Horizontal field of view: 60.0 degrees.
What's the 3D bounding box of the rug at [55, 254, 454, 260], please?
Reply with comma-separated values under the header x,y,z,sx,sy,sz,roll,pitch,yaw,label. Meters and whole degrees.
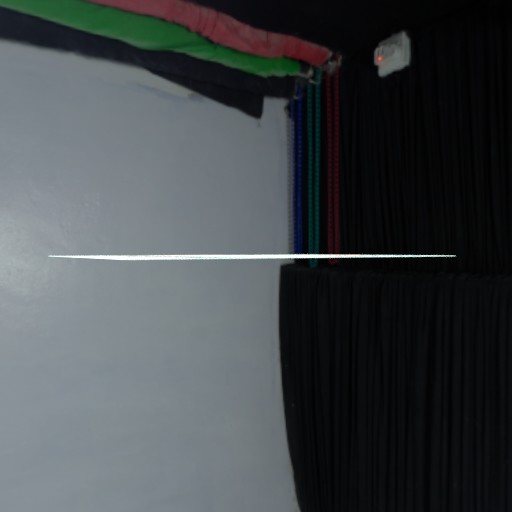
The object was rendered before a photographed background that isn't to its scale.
x,y,z,sx,sy,sz,roll,pitch,yaw,label
0.000,0.000,3.031,2.363,0.004,1.566,0,1,-34,rug
